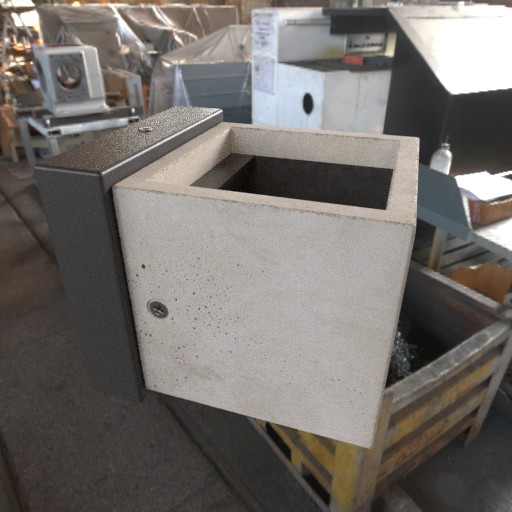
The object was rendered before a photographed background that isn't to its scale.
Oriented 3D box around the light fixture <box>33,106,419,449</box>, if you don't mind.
[{"bbox_3d":[0.000,0.000,0.230,0.143,0.121,0.121,9,31,16],"label":"light fixture"}]
